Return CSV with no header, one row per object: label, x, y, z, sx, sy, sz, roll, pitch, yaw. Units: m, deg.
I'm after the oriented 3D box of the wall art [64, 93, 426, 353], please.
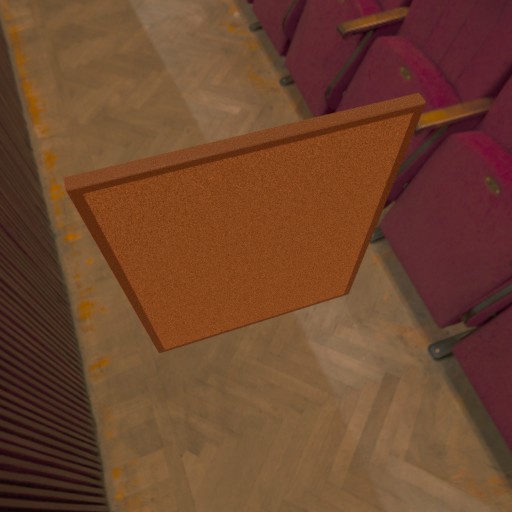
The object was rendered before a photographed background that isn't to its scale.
wall art,0.000,0.000,0.527,0.310,0.379,0.015,-16,60,-9
